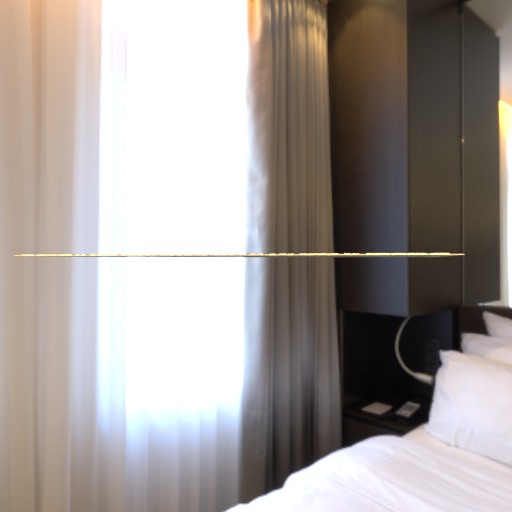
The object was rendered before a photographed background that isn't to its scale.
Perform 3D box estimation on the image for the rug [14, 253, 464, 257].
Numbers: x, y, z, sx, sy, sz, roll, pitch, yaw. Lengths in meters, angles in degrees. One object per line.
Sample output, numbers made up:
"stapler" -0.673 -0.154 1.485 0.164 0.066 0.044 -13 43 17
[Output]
"rug" 0.000 0.000 1.981 1.556 0.006 1.146 0 0 18
